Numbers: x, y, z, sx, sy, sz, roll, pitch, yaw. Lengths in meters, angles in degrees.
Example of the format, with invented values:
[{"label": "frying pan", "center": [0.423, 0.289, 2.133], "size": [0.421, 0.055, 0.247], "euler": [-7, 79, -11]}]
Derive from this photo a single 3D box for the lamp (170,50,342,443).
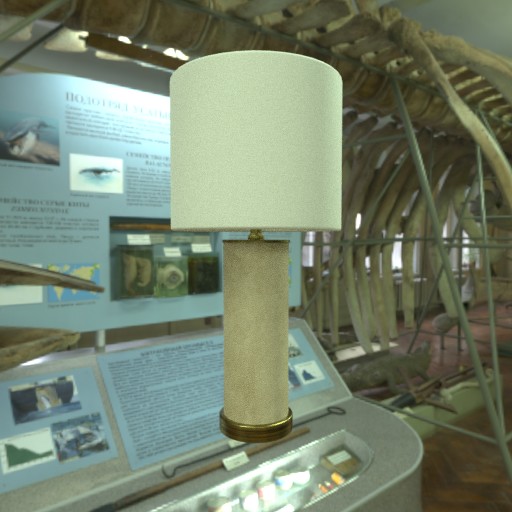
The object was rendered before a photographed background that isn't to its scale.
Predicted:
[{"label": "lamp", "center": [0.000, 0.000, 0.810], "size": [0.305, 0.634, 0.305], "euler": [1, 3, 20]}]
